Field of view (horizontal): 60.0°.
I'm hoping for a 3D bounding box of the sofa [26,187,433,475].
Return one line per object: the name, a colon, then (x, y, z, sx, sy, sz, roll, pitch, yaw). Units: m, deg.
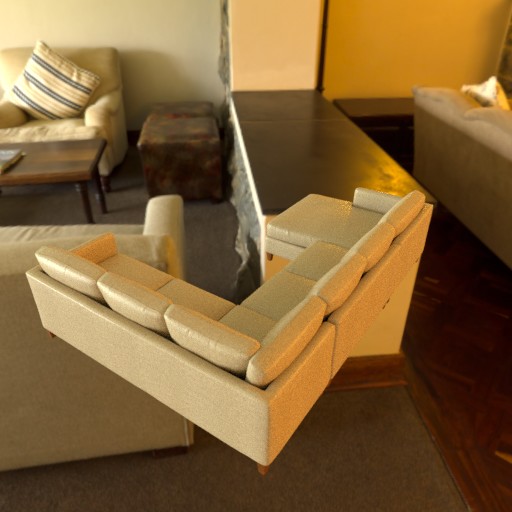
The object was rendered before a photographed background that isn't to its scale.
sofa: (0.000, 0.000, 4.582, 2.594, 0.961, 3.460, 20, 37, 29)
